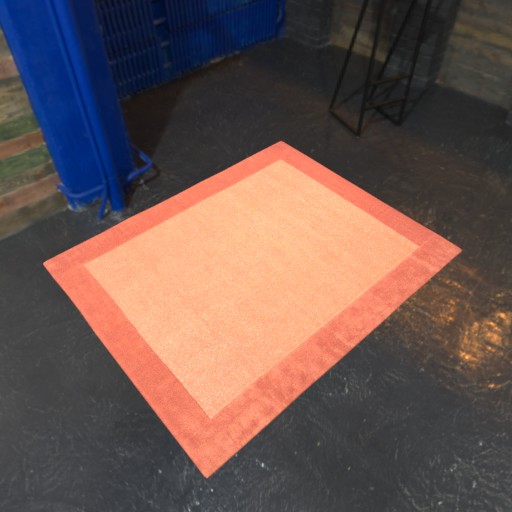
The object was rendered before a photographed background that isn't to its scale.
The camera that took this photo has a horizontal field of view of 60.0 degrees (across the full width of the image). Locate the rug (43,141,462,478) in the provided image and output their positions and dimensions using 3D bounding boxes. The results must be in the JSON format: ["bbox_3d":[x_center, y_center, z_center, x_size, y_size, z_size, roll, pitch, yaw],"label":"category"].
[{"bbox_3d":[0.000,0.000,4.031,2.976,0.018,2.430,-33,55,-27],"label":"rug"}]
